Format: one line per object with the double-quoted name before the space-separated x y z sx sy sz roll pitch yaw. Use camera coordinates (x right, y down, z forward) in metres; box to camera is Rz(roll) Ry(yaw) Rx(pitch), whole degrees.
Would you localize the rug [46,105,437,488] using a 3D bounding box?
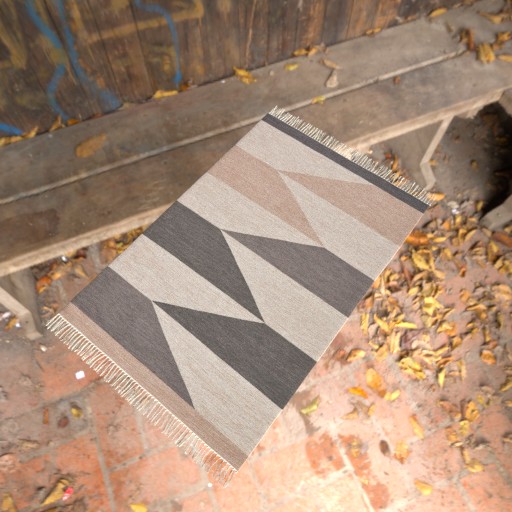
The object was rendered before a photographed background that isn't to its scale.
"rug" 0.000 0.000 2.496 1.224 0.027 2.021 35 68 17
